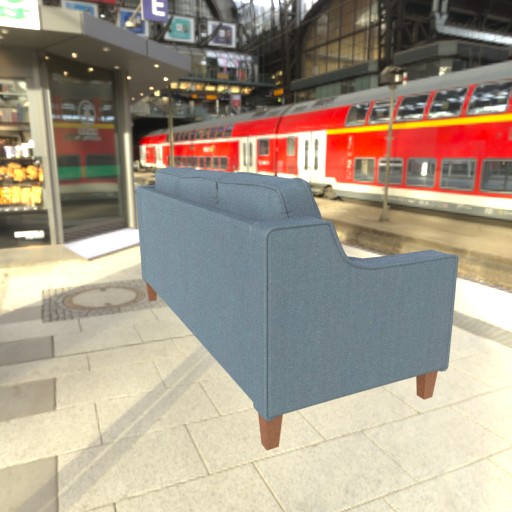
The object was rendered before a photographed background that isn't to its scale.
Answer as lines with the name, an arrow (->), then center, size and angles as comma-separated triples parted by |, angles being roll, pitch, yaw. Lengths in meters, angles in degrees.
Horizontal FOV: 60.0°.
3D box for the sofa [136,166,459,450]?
sofa -> 0.000, 0.000, 2.514 | 0.911, 0.974, 1.986 | -6, 14, -25
